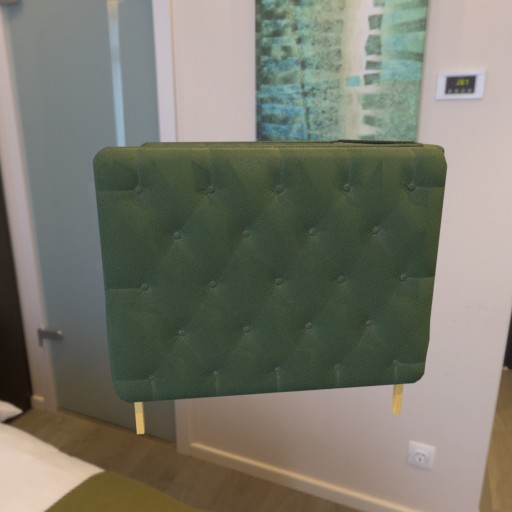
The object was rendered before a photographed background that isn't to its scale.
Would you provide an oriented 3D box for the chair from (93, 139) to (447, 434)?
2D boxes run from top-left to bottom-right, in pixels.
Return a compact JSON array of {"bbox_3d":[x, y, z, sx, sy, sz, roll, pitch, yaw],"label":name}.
[{"bbox_3d":[0.000,0.000,1.517,0.855,0.768,0.917,-2,15,-7],"label":"chair"}]
